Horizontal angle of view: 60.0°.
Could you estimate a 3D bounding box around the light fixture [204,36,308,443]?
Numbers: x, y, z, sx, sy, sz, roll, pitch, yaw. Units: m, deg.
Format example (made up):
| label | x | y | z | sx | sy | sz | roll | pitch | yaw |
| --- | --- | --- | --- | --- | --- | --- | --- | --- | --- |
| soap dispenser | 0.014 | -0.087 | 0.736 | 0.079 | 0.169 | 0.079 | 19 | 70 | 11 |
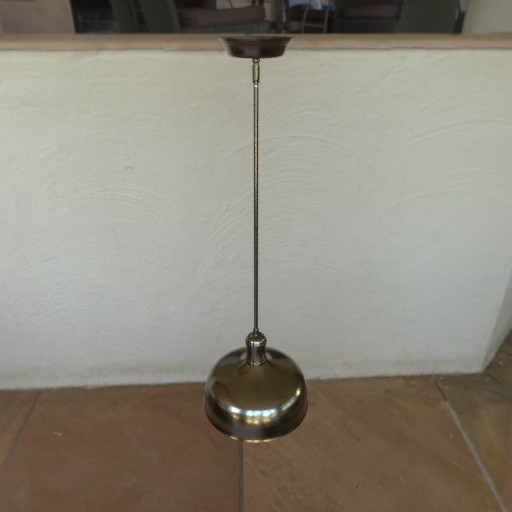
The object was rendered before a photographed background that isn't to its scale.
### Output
| label | x | y | z | sx | sy | sz | roll | pitch | yaw |
| --- | --- | --- | --- | --- | --- | --- | --- | --- | --- |
| light fixture | 0.000 | 0.000 | 1.057 | 0.299 | 0.935 | 0.299 | 0 | 28 | 1 |
